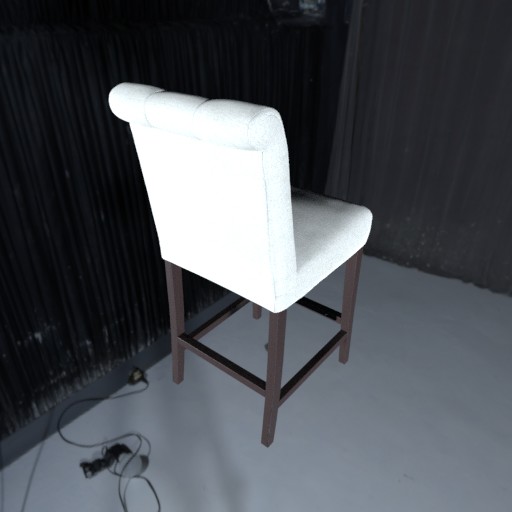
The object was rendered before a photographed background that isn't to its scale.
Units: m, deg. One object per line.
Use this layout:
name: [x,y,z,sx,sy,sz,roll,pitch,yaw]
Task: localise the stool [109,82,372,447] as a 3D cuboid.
stool: [0.000,0.000,1.381,0.493,1.040,0.601,22,37,33]
